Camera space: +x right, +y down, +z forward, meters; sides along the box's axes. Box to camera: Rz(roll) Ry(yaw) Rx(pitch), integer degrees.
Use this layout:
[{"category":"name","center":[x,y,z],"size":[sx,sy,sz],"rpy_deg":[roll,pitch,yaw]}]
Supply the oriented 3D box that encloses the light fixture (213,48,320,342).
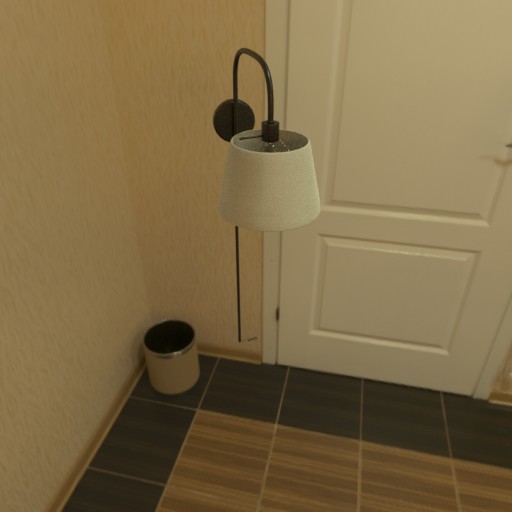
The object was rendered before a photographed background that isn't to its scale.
[{"category":"light fixture","center":[0.000,0.000,0.474],"size":[0.092,0.399,0.176],"rpy_deg":[-9,33,-14]}]
